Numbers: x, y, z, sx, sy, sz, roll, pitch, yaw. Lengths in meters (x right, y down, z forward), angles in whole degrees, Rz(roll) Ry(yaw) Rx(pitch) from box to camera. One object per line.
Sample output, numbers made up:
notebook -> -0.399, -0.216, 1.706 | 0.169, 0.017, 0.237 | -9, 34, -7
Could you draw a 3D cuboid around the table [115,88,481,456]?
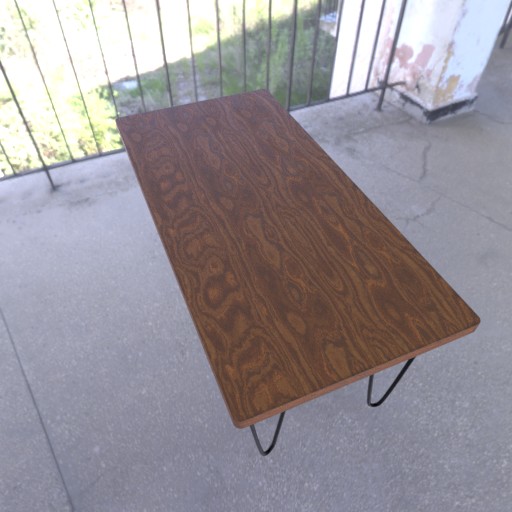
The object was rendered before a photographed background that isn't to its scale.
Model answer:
table -> 0.000, 0.000, 2.188 | 0.883, 0.753, 1.791 | -17, 49, -15
